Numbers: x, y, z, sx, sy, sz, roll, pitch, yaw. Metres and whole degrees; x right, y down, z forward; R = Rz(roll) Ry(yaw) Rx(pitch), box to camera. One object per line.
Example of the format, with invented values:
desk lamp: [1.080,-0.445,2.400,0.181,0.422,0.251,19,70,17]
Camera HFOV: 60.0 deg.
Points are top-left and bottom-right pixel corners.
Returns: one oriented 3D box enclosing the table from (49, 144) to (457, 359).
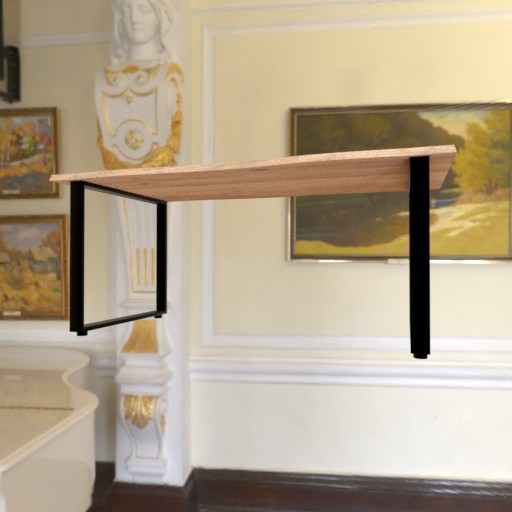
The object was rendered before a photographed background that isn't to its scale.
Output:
table: [0.000,0.000,2.267,1.800,0.780,0.900,0,-1,19]
